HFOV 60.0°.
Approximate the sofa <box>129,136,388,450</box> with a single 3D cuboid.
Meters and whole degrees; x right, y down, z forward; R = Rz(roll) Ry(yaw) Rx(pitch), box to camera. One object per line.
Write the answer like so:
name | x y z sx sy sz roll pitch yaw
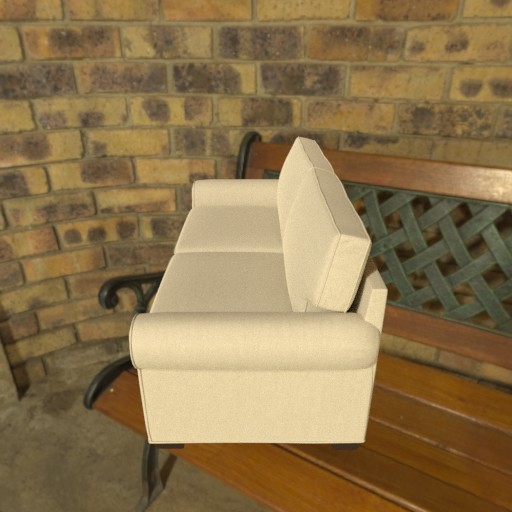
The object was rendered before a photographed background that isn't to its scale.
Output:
sofa | 0.000 0.000 2.269 0.861 0.933 1.774 0 26 0
